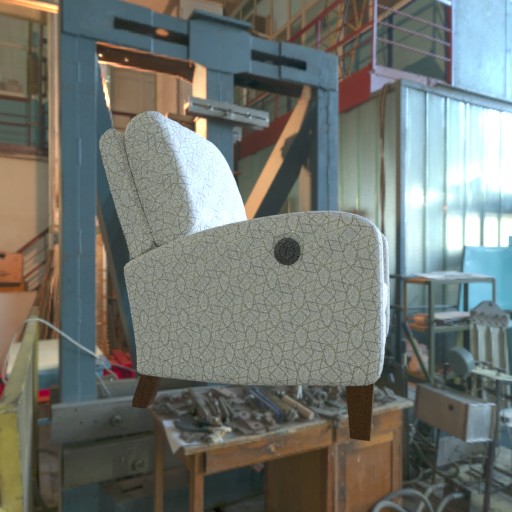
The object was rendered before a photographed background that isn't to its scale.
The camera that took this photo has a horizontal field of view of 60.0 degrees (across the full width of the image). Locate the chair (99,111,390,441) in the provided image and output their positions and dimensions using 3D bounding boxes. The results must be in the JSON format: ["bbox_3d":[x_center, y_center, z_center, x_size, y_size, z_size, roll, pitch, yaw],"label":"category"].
[{"bbox_3d":[0.000,0.000,1.751,0.995,1.064,0.796,0,0,18],"label":"chair"}]
